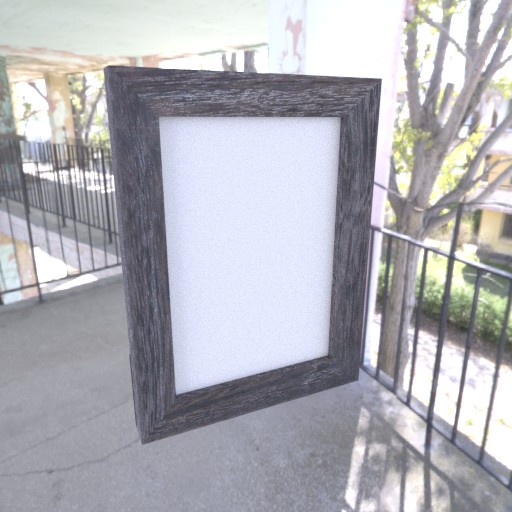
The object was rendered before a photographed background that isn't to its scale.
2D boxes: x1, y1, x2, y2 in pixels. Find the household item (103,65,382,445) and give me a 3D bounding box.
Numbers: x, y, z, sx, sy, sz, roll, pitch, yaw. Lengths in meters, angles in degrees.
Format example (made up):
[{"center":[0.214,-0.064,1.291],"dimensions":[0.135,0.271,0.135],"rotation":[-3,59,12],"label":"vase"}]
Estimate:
[{"center":[0.000,0.000,0.276],"dimensions":[0.160,0.210,0.020],"rotation":[-8,19,-24],"label":"household item"}]
